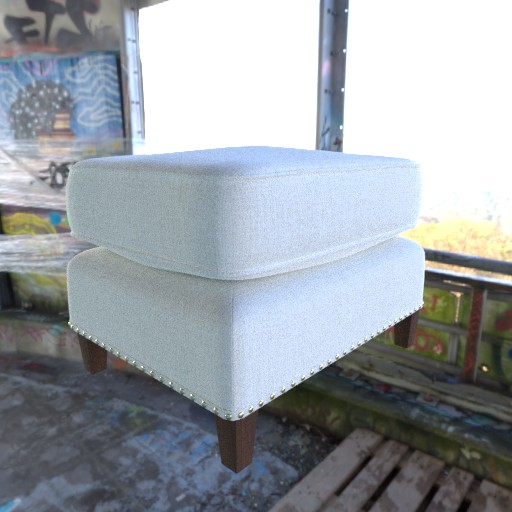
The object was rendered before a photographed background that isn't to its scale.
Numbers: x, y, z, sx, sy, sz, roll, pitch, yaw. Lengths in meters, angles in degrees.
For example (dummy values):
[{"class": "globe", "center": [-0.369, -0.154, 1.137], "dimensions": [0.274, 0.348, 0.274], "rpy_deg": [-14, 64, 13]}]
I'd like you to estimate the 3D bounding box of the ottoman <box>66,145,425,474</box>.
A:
[{"class": "ottoman", "center": [0.000, 0.000, 1.105], "dimensions": [0.589, 0.537, 0.738], "rpy_deg": [12, 18, 41]}]
